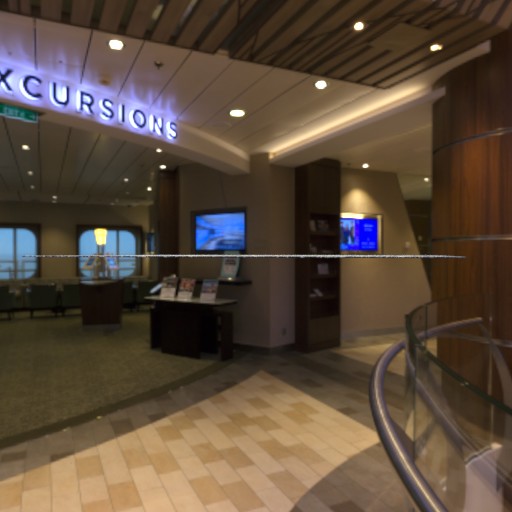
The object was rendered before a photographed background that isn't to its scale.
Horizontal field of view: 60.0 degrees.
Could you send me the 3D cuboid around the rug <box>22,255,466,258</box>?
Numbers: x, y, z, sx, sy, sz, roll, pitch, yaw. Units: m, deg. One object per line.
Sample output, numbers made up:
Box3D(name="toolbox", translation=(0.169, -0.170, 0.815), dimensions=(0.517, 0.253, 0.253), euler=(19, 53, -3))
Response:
Box3D(name="rug", translation=(0.000, 0.000, 2.291), dimensions=(1.828, 0.005, 1.219), euler=(0, 0, 18))
